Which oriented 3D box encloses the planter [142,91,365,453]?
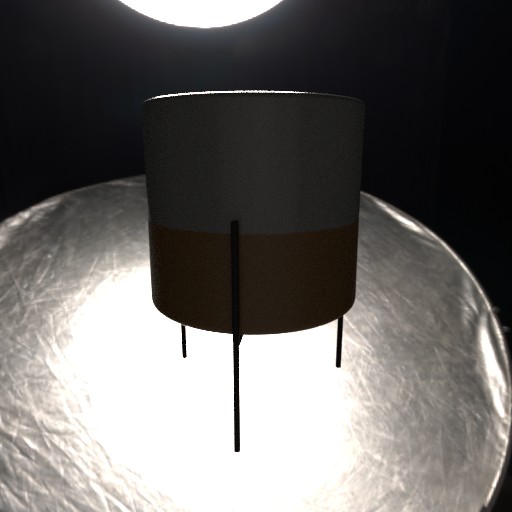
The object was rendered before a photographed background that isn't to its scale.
[{"bbox_3d":[0.000,0.000,0.660,0.310,0.432,0.310,-2,14,-7],"label":"planter"}]
